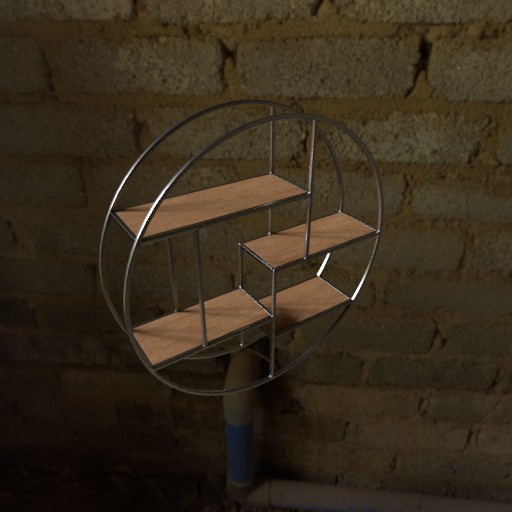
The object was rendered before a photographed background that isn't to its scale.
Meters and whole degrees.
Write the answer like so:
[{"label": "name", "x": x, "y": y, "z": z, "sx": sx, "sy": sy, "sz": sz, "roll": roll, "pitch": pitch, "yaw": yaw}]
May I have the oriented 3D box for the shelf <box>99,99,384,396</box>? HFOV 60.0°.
[{"label": "shelf", "x": 0.000, "y": 0.000, "z": 1.360, "sx": 0.888, "sy": 0.888, "sz": 0.202, "roll": -19, "pitch": 36, "yaw": -28}]
